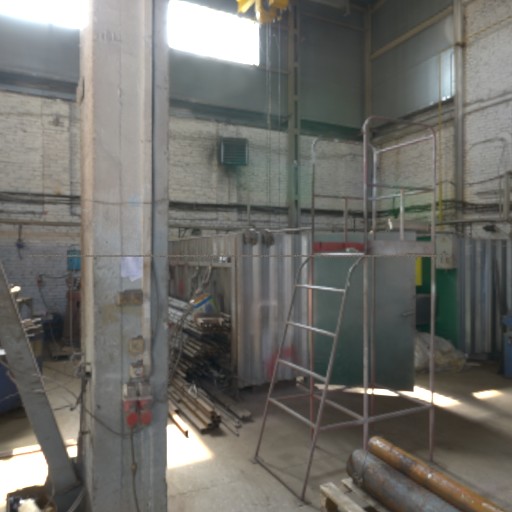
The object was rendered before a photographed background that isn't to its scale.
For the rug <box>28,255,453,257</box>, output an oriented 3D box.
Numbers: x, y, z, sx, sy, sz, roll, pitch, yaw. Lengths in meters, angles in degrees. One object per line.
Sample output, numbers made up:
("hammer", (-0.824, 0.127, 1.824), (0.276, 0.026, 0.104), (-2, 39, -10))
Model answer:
("rug", (0.000, 0.000, 2.950), (2.235, 0.008, 1.600), (0, 0, 18))
